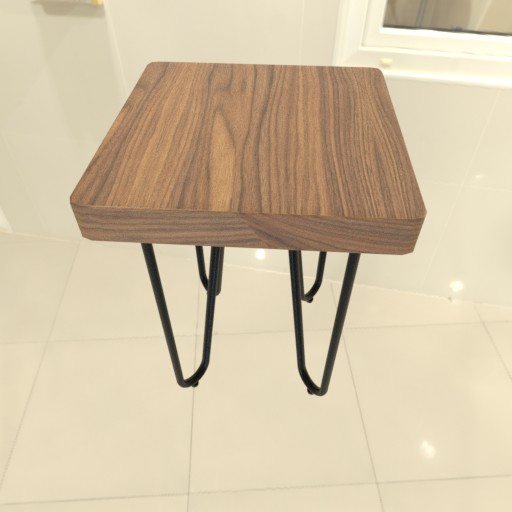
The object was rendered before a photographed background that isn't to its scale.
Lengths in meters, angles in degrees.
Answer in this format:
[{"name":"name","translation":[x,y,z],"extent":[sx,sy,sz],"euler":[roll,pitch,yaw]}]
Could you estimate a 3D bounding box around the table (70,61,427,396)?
[{"name":"table","translation":[0.000,0.000,0.971],"extent":[0.479,0.641,0.480],"euler":[3,45,3]}]
